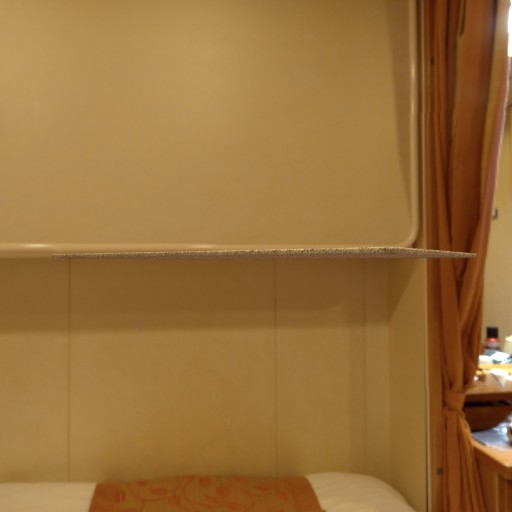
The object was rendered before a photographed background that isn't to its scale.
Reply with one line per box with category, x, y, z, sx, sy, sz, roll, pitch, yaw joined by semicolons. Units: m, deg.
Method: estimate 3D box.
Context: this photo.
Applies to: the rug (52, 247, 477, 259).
rug;0.000;0.000;2.875;2.349;0.025;1.500;-1;-1;37
